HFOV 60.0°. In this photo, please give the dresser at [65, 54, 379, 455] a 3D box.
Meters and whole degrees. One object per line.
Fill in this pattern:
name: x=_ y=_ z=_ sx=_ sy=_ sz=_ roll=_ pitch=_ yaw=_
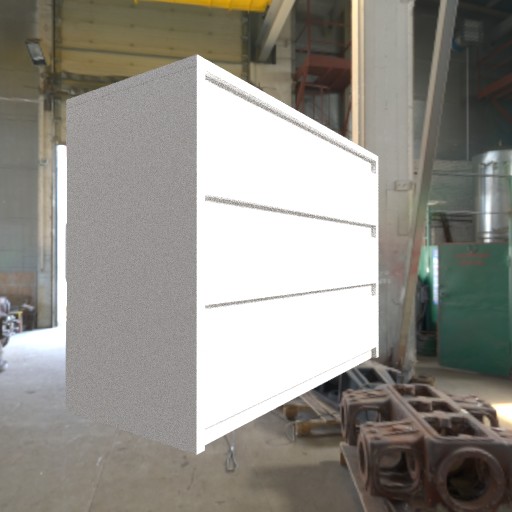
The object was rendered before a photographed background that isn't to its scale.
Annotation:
dresser: x=0.000 y=0.000 z=1.490 sx=0.460 sy=0.820 sz=1.100 roll=0 pitch=0 yaw=34
